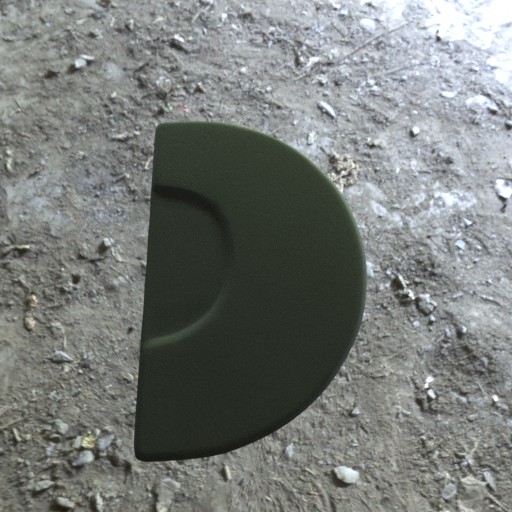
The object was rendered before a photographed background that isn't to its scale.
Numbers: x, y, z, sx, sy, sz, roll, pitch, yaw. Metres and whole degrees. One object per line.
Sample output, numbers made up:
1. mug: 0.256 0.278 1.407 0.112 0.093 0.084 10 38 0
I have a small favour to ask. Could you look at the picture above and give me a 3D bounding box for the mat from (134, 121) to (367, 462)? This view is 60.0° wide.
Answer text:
1. mat: 0.000 0.000 1.851 0.917 0.022 1.525 -2 64 -1
